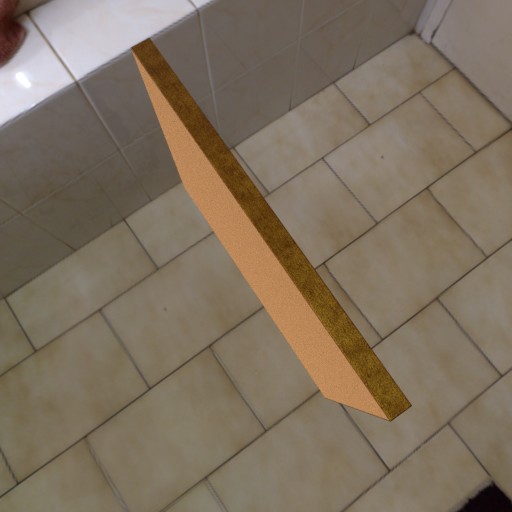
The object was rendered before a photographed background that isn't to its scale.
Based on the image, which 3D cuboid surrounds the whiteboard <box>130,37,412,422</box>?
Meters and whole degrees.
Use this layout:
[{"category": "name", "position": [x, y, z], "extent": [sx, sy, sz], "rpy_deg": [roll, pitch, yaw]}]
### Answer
[{"category": "whiteboard", "position": [0.000, 0.000, 0.752], "extent": [0.029, 0.457, 0.561], "rpy_deg": [-33, 78, -8]}]
